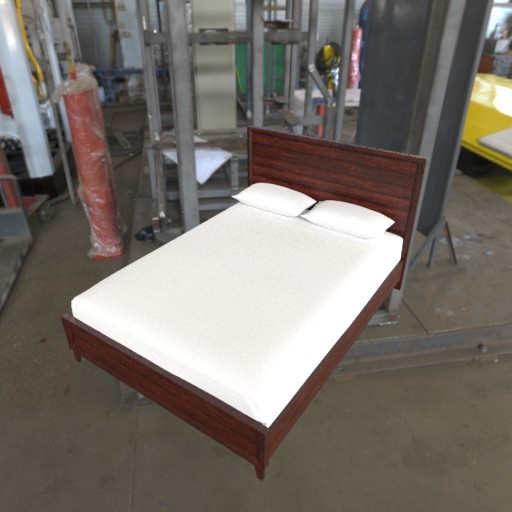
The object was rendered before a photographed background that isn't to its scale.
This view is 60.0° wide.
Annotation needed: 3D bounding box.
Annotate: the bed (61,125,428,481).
[{"bbox_3d":[0.000,0.000,4.063,2.040,1.492,2.803,19,36,29],"label":"bed"}]
